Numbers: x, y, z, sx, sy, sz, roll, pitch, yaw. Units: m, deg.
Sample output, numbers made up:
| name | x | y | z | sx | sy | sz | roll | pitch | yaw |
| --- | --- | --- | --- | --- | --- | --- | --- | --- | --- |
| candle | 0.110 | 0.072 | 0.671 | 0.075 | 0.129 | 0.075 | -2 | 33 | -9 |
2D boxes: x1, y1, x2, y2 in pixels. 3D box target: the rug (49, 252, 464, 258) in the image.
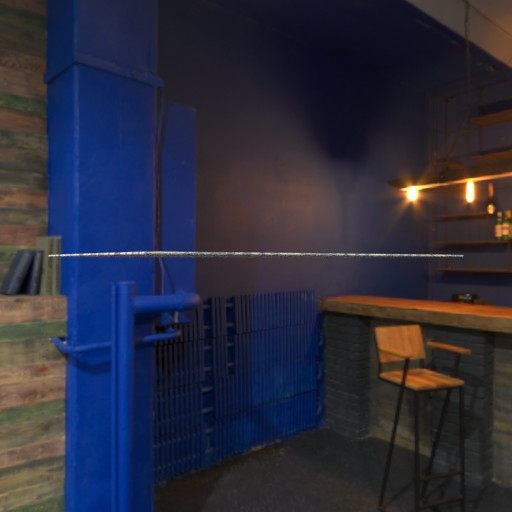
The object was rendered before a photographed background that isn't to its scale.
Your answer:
| name | x | y | z | sx | sy | sz | roll | pitch | yaw |
| --- | --- | --- | --- | --- | --- | --- | --- | --- | --- |
| rug | 0.000 | 0.000 | 2.982 | 2.261 | 0.013 | 1.676 | 0 | -1 | -36 |
